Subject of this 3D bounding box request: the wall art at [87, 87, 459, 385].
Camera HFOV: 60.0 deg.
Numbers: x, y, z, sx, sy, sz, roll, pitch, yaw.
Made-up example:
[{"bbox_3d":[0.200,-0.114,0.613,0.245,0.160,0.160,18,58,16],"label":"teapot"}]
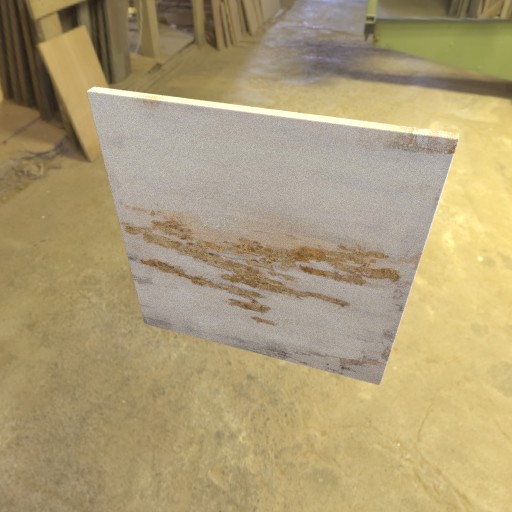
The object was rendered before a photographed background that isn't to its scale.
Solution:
[{"bbox_3d":[0.000,0.000,1.505,1.015,1.018,0.040,12,42,13],"label":"wall art"}]
